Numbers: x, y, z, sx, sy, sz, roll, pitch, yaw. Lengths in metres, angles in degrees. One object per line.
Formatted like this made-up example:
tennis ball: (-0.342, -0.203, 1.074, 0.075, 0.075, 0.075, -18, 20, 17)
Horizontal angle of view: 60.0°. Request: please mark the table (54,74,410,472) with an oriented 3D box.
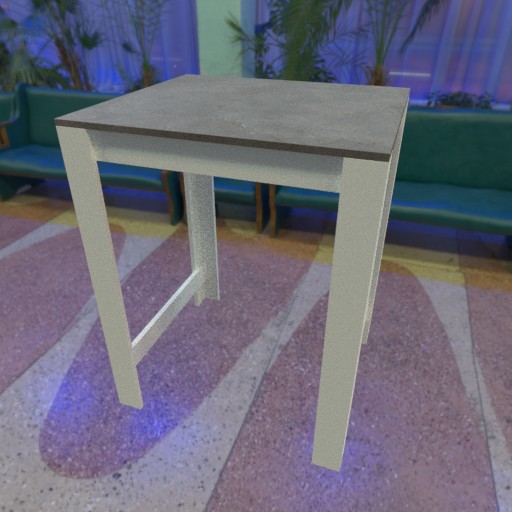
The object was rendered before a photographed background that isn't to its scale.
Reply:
table: (0.000, 0.000, 1.515, 0.800, 1.020, 0.700, 10, 33, 17)
